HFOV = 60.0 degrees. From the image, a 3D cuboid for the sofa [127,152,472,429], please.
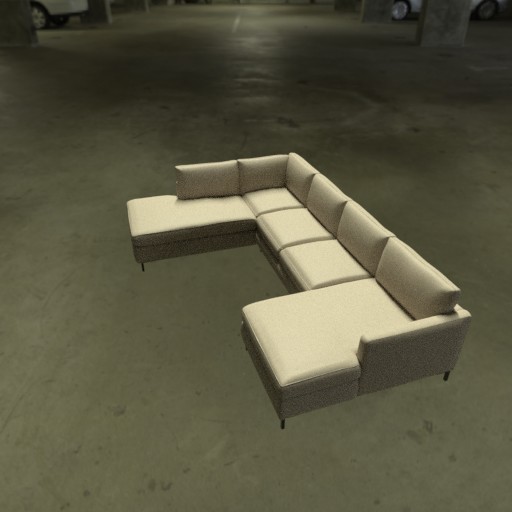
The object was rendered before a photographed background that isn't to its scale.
[{"bbox_3d":[0.000,0.000,3.593,1.879,0.756,2.737,-10,33,-15],"label":"sofa"}]
